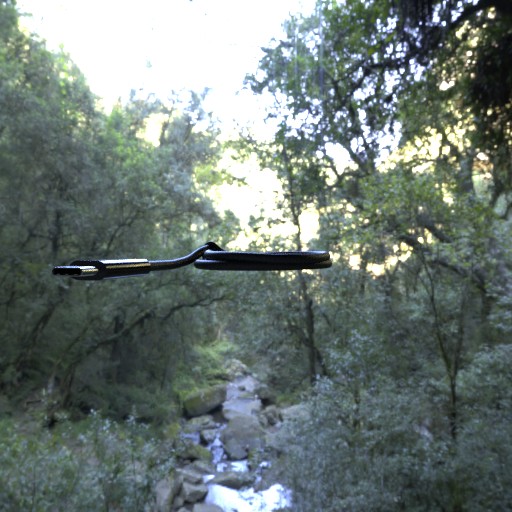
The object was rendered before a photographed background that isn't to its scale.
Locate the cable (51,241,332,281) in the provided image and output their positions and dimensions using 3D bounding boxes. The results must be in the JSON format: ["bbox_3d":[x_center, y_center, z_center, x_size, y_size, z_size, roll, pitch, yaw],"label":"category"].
[{"bbox_3d":[0.000,0.000,0.209,0.070,0.014,0.186,0,1,18],"label":"cable"}]
